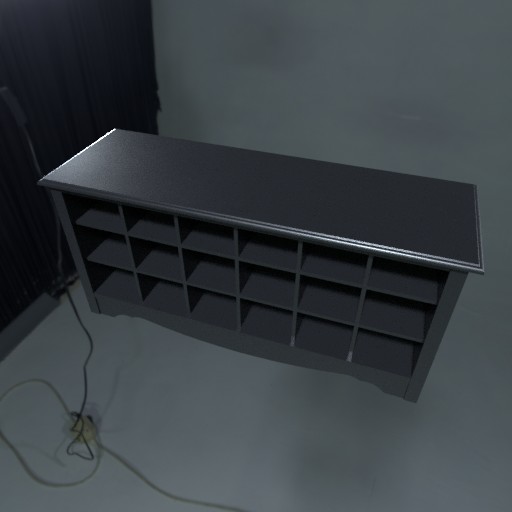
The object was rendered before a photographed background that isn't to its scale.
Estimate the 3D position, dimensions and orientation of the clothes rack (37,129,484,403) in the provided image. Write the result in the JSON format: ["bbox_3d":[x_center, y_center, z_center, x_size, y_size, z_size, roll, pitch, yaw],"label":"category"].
[{"bbox_3d":[0.000,0.000,1.459,1.219,0.556,0.406,12,41,15],"label":"clothes rack"}]
